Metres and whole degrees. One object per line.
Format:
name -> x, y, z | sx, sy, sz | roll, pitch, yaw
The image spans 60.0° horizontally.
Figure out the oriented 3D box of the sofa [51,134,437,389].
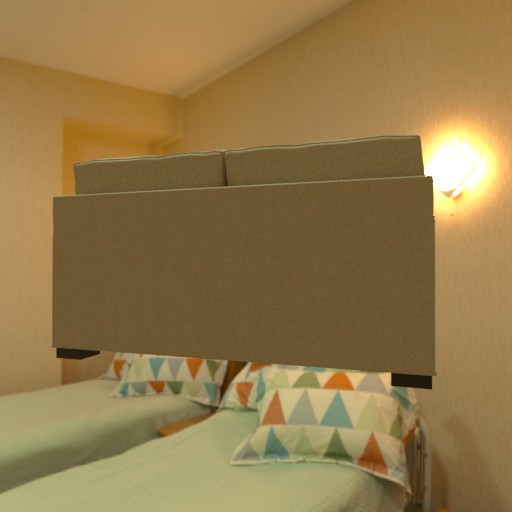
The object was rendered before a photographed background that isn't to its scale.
sofa -> 0.000, 0.000, 2.048 | 1.484, 0.853, 0.942 | 0, -1, 18
